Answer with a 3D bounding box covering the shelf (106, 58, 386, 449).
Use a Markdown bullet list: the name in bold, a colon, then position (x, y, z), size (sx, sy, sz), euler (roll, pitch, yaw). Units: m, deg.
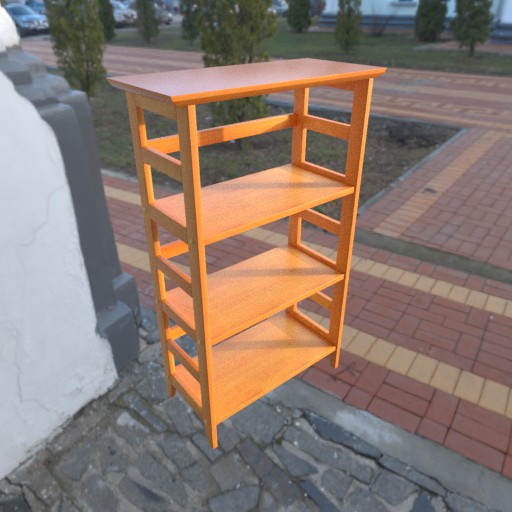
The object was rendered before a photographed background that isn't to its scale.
- **shelf**: position (0.000, 0.000, 1.382), size (0.660, 1.067, 0.305), euler (-22, 36, -33)
